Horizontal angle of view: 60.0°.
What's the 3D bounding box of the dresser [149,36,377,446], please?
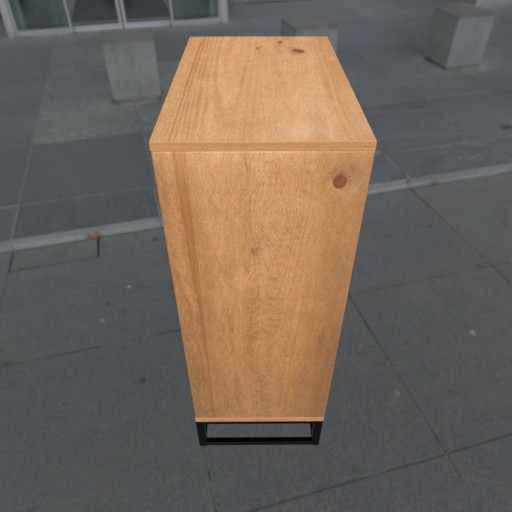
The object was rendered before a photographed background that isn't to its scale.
[{"bbox_3d":[0.000,0.000,1.563,0.479,1.240,0.761,0,40,0],"label":"dresser"}]
